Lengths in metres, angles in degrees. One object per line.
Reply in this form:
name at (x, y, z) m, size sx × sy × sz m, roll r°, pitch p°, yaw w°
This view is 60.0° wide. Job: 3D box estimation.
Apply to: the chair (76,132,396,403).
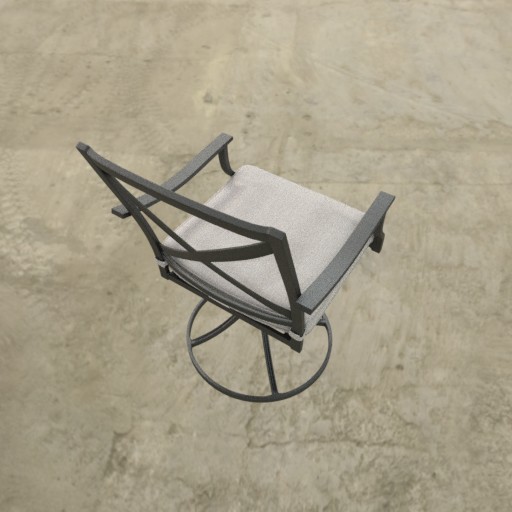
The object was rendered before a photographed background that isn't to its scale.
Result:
chair at (0.000, 0.000, 1.290) m, size 0.575 × 0.889 × 0.620 m, roll 26°, pitch 52°, yaw 22°
